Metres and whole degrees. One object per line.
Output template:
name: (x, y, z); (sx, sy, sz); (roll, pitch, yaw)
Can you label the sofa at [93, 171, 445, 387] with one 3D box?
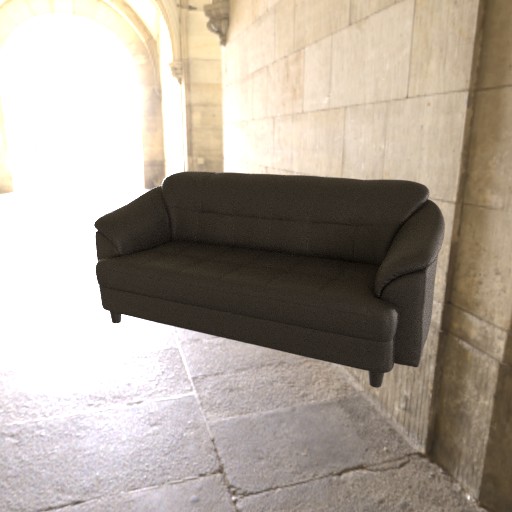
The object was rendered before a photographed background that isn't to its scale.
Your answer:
sofa: (0.000, 0.000, 2.377); (1.829, 0.811, 0.800); (7, 17, 26)
